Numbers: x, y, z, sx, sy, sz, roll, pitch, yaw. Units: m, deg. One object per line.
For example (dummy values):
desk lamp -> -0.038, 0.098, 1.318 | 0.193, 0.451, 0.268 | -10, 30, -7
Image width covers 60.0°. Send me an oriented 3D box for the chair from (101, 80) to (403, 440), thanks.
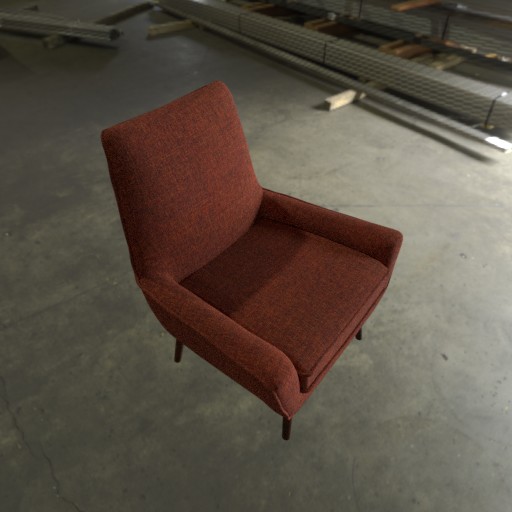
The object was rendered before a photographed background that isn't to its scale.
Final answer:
chair -> 0.000, 0.000, 1.518 | 0.784, 0.911, 0.803 | 27, 48, 27
